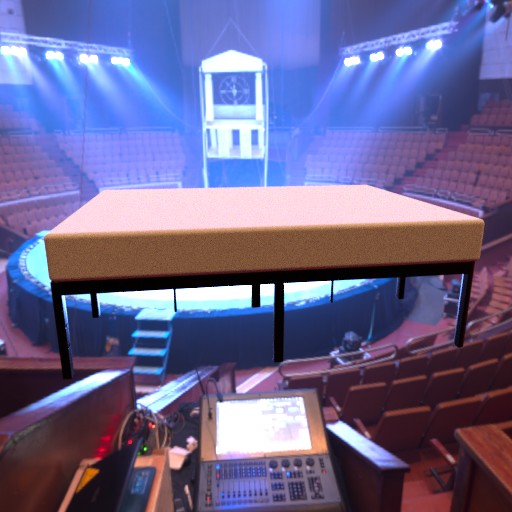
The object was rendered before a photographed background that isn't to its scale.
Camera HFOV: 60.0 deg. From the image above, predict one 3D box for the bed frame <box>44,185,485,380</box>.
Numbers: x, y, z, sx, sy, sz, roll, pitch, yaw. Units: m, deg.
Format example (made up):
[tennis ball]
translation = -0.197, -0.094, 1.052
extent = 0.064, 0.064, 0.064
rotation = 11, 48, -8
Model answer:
[bed frame]
translation = 0.000, 0.000, 2.670
extent = 1.956, 0.659, 1.408
rotation = -2, 16, -9
